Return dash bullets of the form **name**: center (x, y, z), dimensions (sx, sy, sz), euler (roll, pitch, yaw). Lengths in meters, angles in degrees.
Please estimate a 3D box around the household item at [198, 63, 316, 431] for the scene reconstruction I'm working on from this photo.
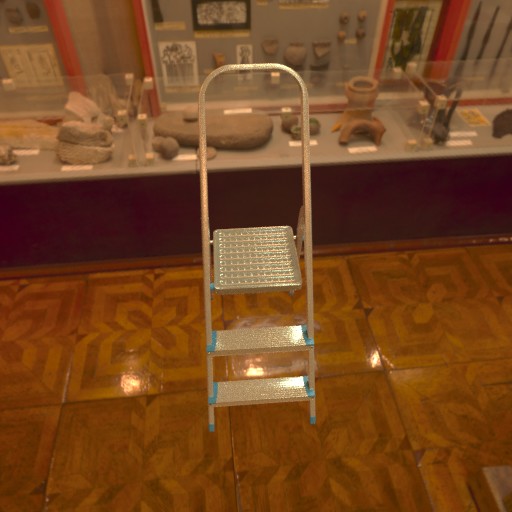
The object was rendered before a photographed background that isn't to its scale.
- **household item**: center (0.000, 0.000, 1.525), dimensions (0.420, 1.215, 0.687), euler (-3, 46, -3)
